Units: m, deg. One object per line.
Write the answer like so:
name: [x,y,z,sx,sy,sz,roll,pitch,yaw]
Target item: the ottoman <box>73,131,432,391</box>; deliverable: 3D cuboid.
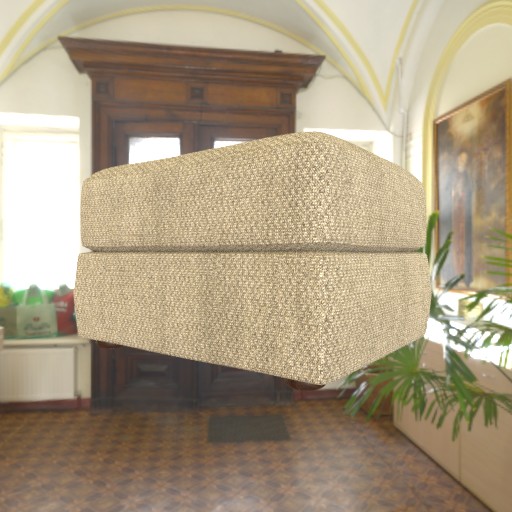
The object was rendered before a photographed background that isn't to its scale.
ottoman: [0.000,0.000,1.154,0.751,0.476,0.603,0,1,37]
